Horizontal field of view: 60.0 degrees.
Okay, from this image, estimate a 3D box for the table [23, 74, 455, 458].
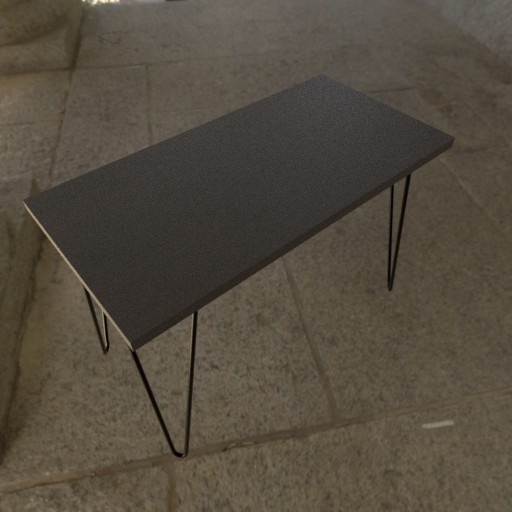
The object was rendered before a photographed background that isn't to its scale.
[{"bbox_3d":[0.000,0.000,1.352,0.991,0.660,0.499,-32,55,-26],"label":"table"}]
